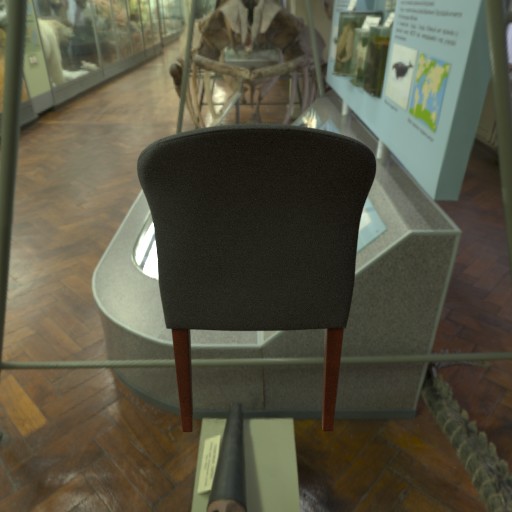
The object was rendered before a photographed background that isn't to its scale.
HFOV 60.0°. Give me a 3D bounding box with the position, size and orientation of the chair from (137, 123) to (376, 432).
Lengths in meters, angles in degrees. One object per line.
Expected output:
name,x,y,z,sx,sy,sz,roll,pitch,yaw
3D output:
chair,0.000,0.000,1.271,0.506,0.879,0.619,0,29,0
